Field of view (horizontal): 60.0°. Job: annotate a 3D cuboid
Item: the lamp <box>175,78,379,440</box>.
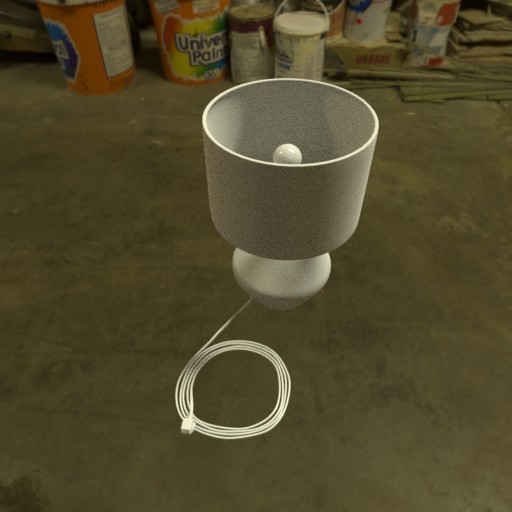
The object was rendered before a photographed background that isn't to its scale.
[{"bbox_3d":[0.000,0.000,0.851,0.546,0.457,0.401,-32,54,-28],"label":"lamp"}]
